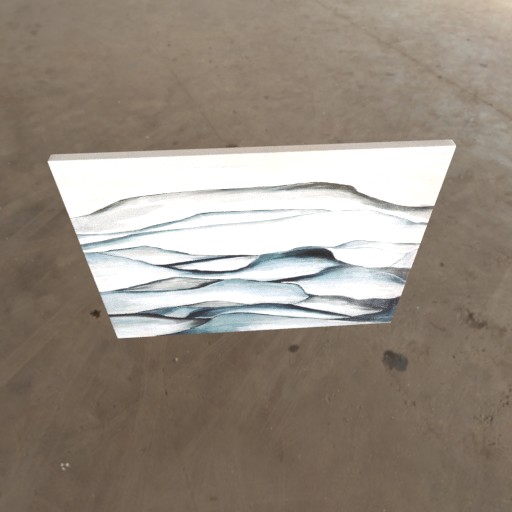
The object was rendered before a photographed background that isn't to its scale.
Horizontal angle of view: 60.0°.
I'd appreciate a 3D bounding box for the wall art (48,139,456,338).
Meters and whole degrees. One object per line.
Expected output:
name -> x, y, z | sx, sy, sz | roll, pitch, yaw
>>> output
wall art -> 0.000, 0.000, 1.657 | 1.219, 0.915, 0.039 | -3, 46, -3
